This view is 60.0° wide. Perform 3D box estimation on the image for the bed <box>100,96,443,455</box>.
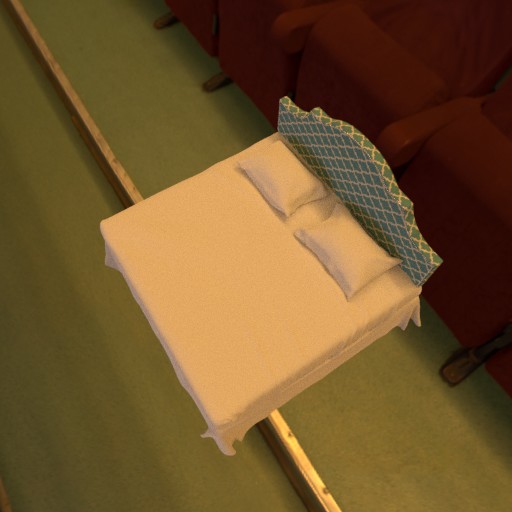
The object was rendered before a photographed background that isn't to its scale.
[{"bbox_3d":[0.000,0.000,3.676,2.222,1.601,2.314,-30,67,-14],"label":"bed"}]
